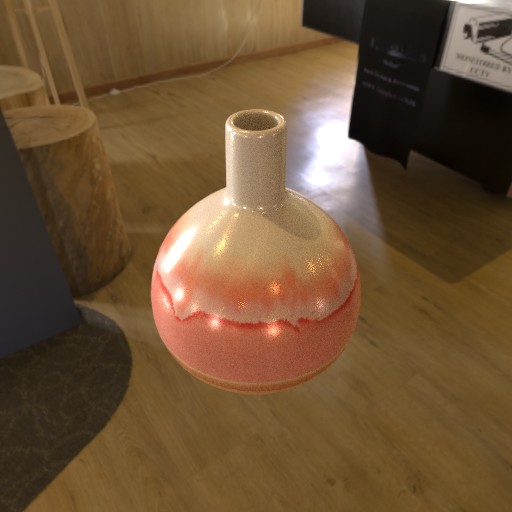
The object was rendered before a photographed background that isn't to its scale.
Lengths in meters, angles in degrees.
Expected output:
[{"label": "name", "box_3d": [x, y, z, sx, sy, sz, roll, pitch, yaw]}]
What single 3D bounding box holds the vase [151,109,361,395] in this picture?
[{"label": "vase", "box_3d": [0.000, 0.000, 0.276, 0.137, 0.176, 0.137, 0, 40, 0]}]
